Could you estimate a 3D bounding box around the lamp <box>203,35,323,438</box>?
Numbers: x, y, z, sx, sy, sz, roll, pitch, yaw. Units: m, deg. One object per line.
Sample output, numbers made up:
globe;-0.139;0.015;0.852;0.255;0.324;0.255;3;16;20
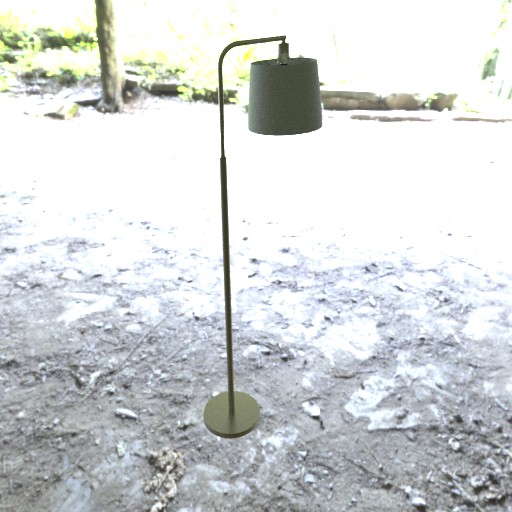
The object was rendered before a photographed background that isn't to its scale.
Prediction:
lamp;0.000;0.000;1.658;0.508;1.478;0.254;-19;33;-32
